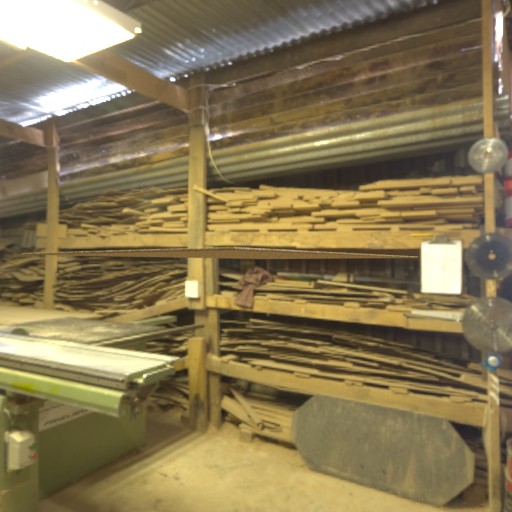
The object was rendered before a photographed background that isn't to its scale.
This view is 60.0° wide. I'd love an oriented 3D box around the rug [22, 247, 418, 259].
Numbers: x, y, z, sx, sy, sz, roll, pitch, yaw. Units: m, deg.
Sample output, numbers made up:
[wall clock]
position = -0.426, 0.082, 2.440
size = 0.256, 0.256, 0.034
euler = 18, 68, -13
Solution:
[rug]
position = 0.000, 0.000, 3.026
size = 1.511, 0.010, 2.424
euler = -1, -1, 35
